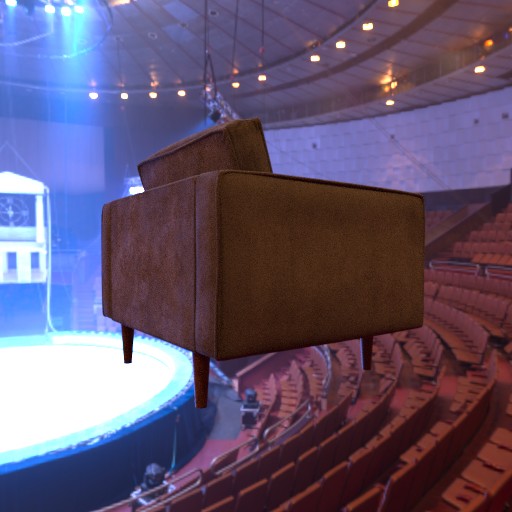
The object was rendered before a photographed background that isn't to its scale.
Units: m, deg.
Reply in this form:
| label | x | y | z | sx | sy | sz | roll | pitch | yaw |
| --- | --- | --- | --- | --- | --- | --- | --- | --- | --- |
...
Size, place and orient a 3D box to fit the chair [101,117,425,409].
| label | x | y | z | sx | sy | sz | roll | pitch | yaw |
| --- | --- | --- | --- | --- | --- | --- | --- | --- | --- |
| chair | 0.000 | 0.000 | 1.585 | 0.843 | 0.773 | 0.928 | 0 | 1 | -35 |
